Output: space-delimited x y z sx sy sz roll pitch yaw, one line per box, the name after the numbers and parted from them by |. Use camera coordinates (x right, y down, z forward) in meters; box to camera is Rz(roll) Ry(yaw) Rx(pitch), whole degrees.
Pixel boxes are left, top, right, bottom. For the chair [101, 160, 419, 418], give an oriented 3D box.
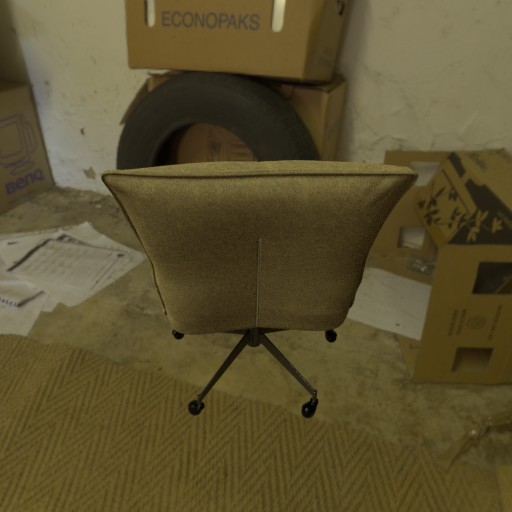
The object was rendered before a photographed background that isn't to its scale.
0.000 0.000 1.316 0.597 0.811 0.696 -1 33 -2 | chair
